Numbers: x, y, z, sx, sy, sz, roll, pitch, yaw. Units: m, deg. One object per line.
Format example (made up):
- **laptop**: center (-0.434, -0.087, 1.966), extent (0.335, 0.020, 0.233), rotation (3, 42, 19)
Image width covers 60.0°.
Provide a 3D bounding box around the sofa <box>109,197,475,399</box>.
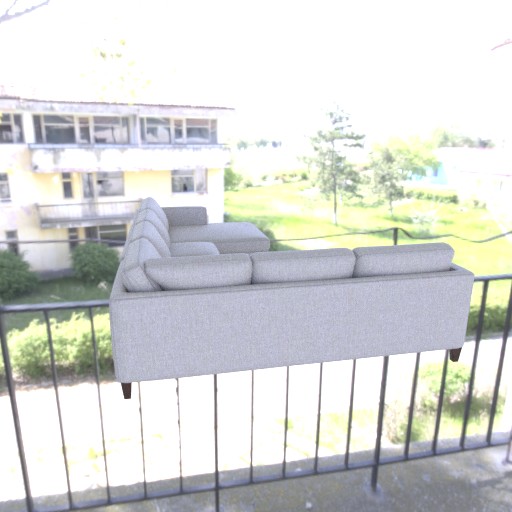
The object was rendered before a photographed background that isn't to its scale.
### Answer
- **sofa**: center (0.000, 0.000, 4.561), extent (2.551, 0.889, 3.403), rotation (-3, 16, -11)
